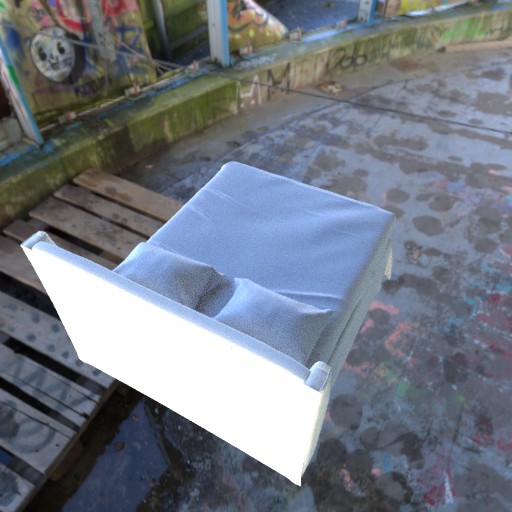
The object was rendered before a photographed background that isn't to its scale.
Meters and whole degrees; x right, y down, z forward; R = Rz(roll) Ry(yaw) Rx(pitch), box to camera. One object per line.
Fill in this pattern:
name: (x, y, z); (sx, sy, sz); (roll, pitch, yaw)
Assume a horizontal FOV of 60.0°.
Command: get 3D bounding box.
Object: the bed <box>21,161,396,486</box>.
bed: (0.000, 0.000, 3.398); (1.925, 1.332, 2.276); (22, 50, 20)
